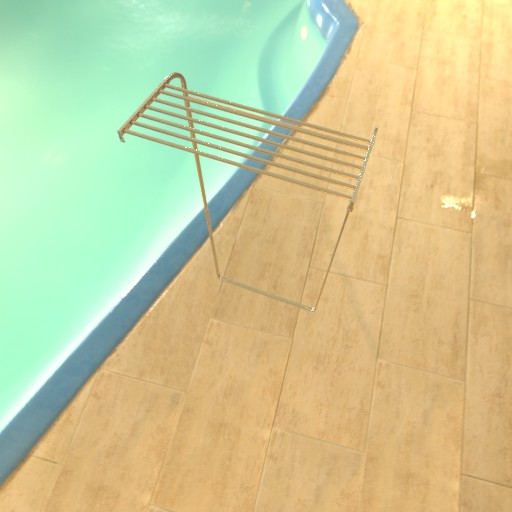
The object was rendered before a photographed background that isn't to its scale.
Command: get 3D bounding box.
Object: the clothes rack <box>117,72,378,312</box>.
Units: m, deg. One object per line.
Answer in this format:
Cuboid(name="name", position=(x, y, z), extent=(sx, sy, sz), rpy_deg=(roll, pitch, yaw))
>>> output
Cuboid(name="clothes rack", position=(0.000, 0.000, 1.820), extent=(0.609, 1.574, 0.349), rpy_deg=(18, 64, 9))
